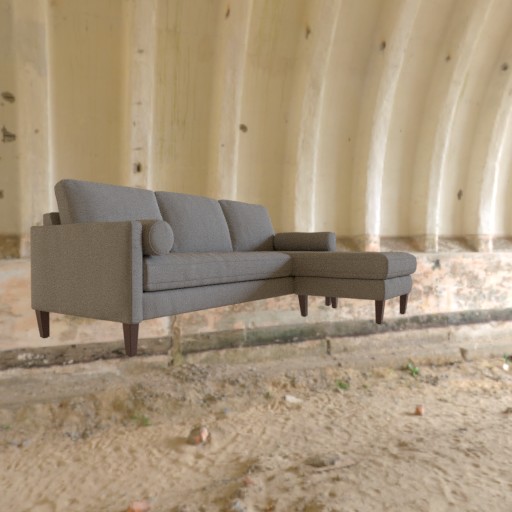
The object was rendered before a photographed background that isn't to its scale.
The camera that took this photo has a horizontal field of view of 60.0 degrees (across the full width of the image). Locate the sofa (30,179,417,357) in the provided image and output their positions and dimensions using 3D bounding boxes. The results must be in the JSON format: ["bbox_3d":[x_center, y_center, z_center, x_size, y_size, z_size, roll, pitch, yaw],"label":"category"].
[{"bbox_3d":[0.000,0.000,2.872,1.506,0.875,2.178,1,2,35],"label":"sofa"}]
